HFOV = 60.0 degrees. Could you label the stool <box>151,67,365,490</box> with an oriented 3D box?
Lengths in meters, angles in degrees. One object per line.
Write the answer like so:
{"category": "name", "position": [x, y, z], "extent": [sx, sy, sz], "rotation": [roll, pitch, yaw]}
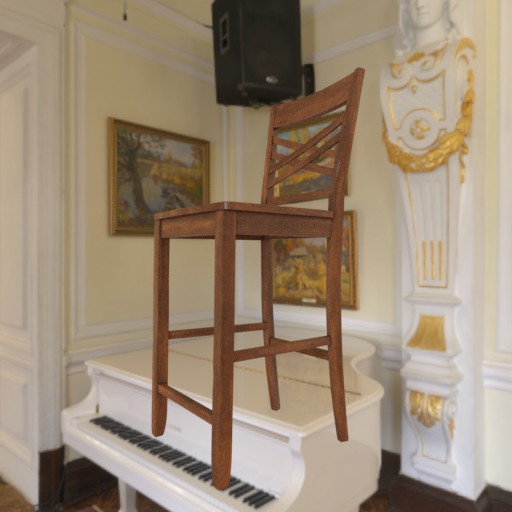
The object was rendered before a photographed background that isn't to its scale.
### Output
{"category": "stool", "position": [0.000, 0.000, 1.329], "extent": [0.504, 1.098, 0.426], "rotation": [0, 0, -36]}
